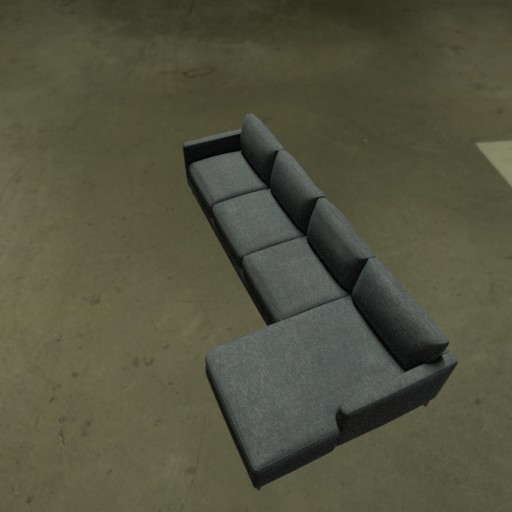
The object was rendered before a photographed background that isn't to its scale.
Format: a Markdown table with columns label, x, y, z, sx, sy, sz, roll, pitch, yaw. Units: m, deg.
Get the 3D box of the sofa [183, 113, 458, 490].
| label | x | y | z | sx | sy | sz | roll | pitch | yaw |
| --- | --- | --- | --- | --- | --- | --- | --- | --- | --- |
| sofa | 0.000 | 0.000 | 3.449 | 1.350 | 0.810 | 2.932 | -18 | 50 | -16 |
